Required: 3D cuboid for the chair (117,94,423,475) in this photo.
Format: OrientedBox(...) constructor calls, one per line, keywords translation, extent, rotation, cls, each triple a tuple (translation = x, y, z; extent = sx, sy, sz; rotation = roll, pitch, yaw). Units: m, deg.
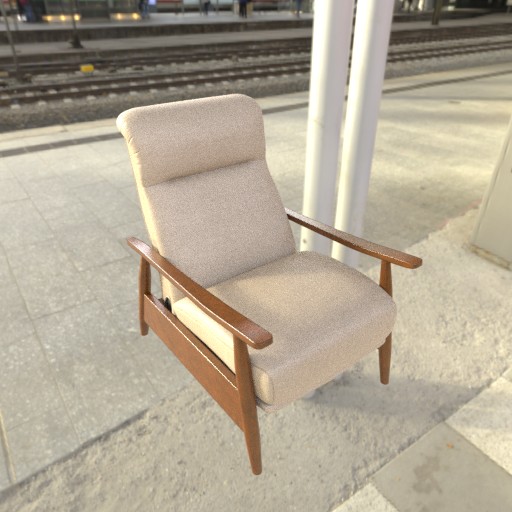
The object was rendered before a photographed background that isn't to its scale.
OrientedBox(translation=(0.000, 0.000, 1.810), extent=(0.762, 1.082, 1.030), rotation=(-21, 36, -31), cls="chair")
